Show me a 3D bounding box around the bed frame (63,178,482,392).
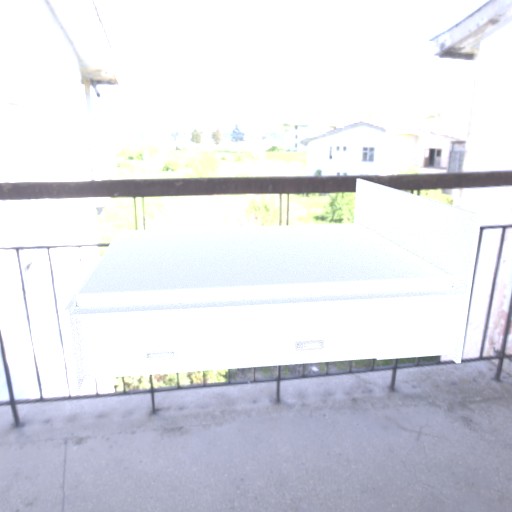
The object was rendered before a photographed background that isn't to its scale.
[{"bbox_3d":[0.000,0.000,2.877,1.960,0.800,1.622,-2,16,-8],"label":"bed frame"}]
